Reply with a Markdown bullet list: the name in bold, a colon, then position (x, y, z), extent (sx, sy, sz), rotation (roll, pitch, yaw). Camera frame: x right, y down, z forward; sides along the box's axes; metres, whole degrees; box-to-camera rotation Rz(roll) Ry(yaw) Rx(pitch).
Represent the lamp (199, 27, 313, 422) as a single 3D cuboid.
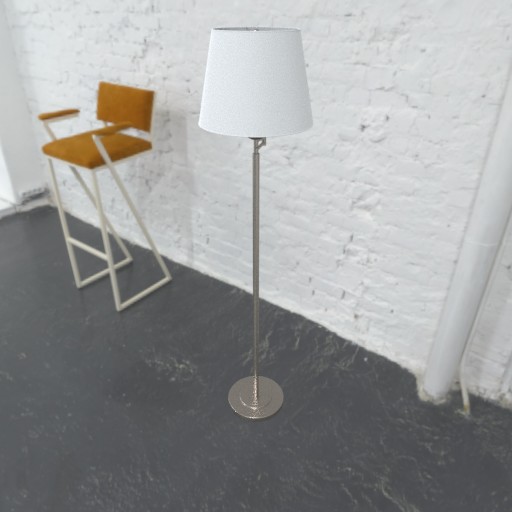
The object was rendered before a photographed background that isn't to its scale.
- **lamp**: position (0.000, 0.000, 1.613), extent (0.355, 1.473, 0.355), rotation (0, 29, 0)
